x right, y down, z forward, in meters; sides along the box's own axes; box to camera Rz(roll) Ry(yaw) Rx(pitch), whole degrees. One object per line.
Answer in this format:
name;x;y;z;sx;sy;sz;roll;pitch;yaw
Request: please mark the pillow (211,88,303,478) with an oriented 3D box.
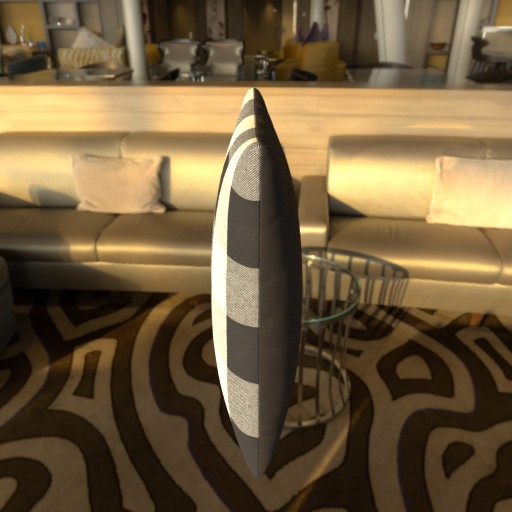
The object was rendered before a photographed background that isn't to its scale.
pillow;0.000;0.000;0.787;0.161;0.509;0.511;0;27;-1
